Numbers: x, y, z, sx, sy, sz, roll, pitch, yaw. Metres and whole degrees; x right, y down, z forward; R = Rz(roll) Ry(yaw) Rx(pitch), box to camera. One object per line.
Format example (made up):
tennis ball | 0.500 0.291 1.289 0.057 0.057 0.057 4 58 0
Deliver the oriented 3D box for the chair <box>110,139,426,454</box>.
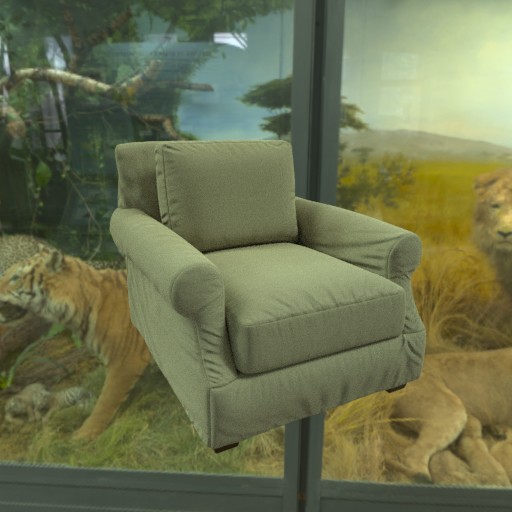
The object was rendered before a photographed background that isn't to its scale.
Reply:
chair | 0.000 0.000 1.727 0.940 0.866 1.066 -8 18 -26
